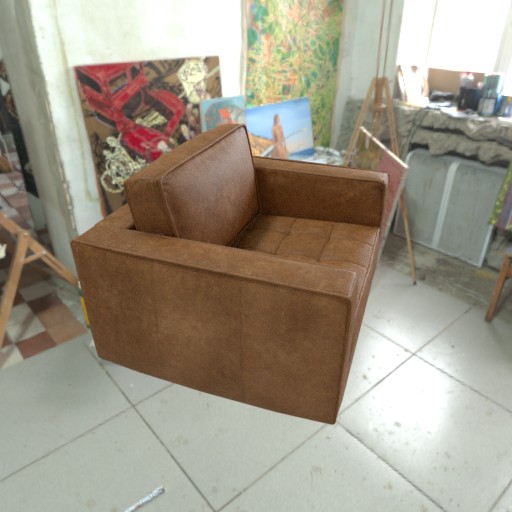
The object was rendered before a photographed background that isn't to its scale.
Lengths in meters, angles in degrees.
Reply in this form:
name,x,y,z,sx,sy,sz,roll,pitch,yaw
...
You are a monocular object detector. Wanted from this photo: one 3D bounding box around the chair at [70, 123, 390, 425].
name,x,y,z,sx,sy,sz,roll,pitch,yaw
chair,0.000,0.000,1.560,0.798,0.767,0.928,10,32,17
